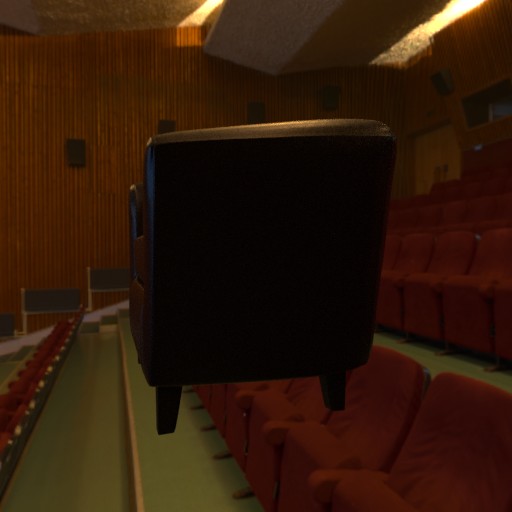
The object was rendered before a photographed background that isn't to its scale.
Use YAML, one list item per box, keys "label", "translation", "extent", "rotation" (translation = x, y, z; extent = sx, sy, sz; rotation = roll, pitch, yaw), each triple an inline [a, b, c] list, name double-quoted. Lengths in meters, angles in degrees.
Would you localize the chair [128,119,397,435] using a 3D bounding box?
- label: "chair"
  translation: [0.000, 0.000, 1.361]
  extent: [0.727, 0.756, 0.793]
  rotation: [0, 1, -19]
